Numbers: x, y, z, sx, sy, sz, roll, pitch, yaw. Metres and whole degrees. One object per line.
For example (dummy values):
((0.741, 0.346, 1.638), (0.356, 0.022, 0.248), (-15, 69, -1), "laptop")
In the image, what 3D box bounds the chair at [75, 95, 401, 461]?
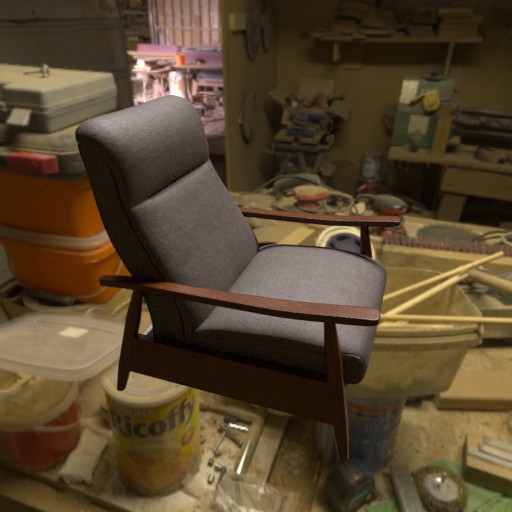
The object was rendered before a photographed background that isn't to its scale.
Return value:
((0.000, 0.000, 1.736), (1.014, 1.081, 0.762), (10, 31, 18), "chair")
